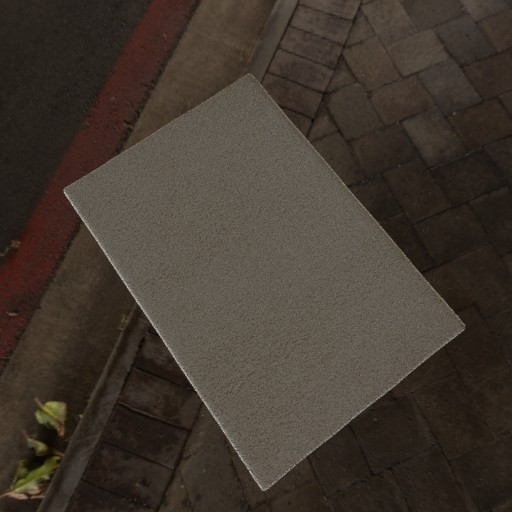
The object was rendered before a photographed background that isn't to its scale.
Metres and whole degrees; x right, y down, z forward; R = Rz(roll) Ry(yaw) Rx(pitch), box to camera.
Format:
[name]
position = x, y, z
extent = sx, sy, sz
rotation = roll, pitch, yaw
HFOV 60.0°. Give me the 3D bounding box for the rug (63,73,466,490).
[rug]
position = 0.000, 0.000, 2.235
extent = 1.219, 0.030, 1.778
rotation = -35, 77, -9
